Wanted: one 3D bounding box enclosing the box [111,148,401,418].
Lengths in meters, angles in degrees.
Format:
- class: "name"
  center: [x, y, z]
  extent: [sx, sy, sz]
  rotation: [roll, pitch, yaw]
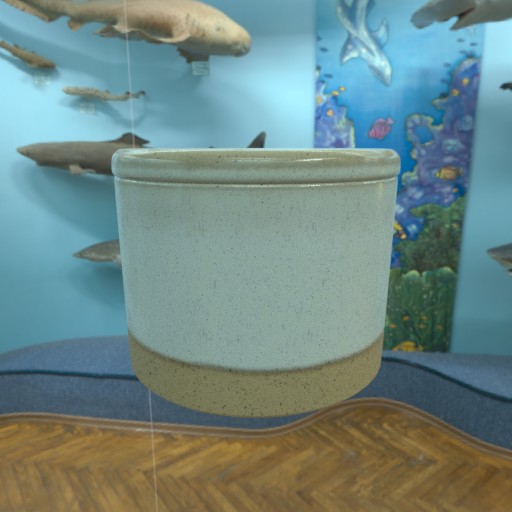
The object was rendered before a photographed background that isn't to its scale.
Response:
- class: "box"
  center: [0.000, 0.000, 0.260]
  extent: [0.154, 0.123, 0.154]
  rotation: [0, 14, 0]
